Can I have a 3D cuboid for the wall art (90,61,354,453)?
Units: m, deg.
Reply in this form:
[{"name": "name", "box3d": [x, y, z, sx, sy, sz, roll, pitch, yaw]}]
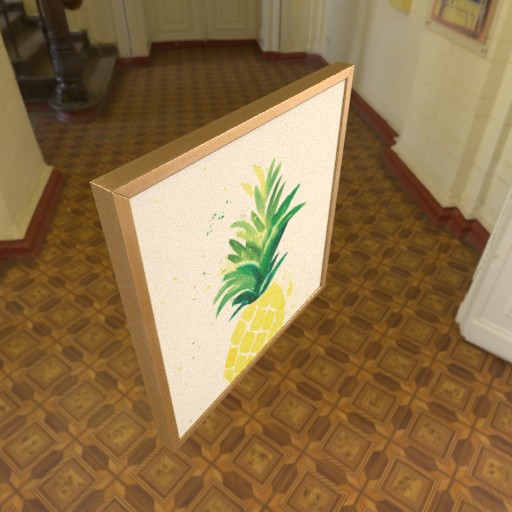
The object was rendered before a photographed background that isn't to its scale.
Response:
[{"name": "wall art", "box3d": [0.000, 0.000, 0.752, 0.033, 0.509, 0.510, 25, 45, 27]}]
